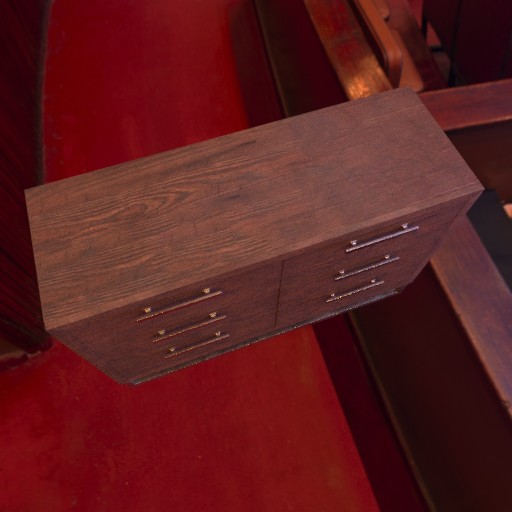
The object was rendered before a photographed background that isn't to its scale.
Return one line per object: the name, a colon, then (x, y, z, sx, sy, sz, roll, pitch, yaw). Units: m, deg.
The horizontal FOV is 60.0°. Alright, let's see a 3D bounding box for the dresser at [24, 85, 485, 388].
dresser: (0.000, 0.000, 2.147, 1.646, 1.061, 0.623, -18, 64, -9)
